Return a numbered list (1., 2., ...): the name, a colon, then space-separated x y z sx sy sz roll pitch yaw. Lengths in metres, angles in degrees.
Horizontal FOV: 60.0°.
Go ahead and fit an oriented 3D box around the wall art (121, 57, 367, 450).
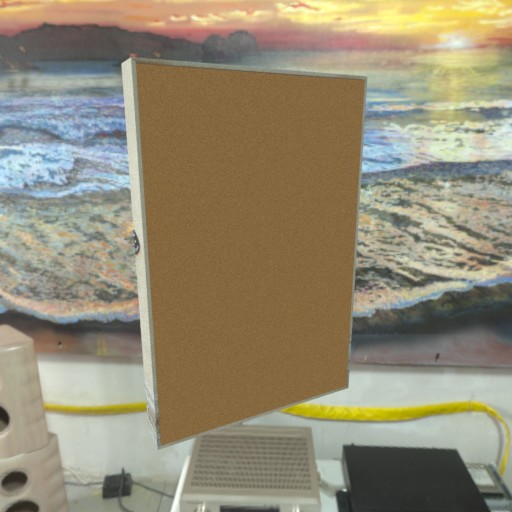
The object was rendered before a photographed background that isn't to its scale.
1. wall art: 0.000 0.000 0.489 0.254 0.381 0.038 -8 17 -27
